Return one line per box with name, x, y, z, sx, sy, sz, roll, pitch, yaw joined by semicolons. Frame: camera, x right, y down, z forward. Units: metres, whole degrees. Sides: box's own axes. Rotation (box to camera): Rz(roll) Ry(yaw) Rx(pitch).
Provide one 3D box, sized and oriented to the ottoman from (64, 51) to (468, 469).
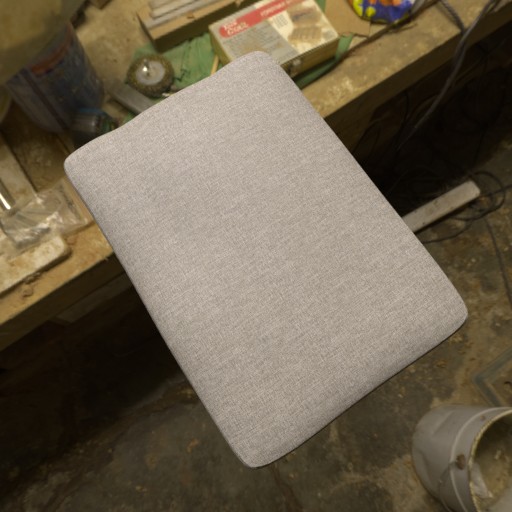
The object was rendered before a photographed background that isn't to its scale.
ottoman;0.000;0.000;1.223;0.639;0.494;0.873;-33;78;-8
